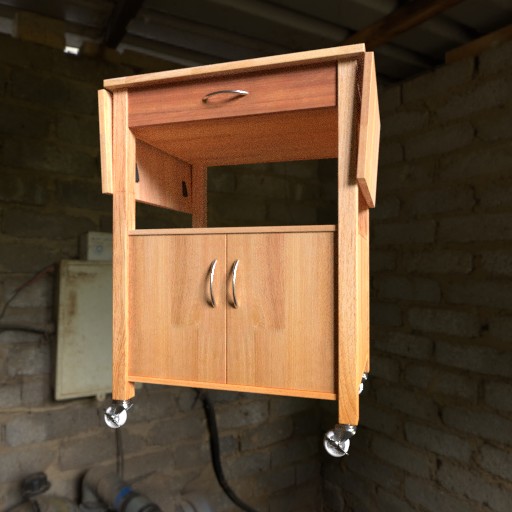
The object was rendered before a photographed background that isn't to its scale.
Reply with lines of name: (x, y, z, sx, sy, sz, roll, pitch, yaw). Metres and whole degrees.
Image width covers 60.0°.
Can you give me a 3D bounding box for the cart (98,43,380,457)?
cart: (0.000, 0.000, 1.205, 0.640, 0.838, 0.508, 0, -1, 17)
